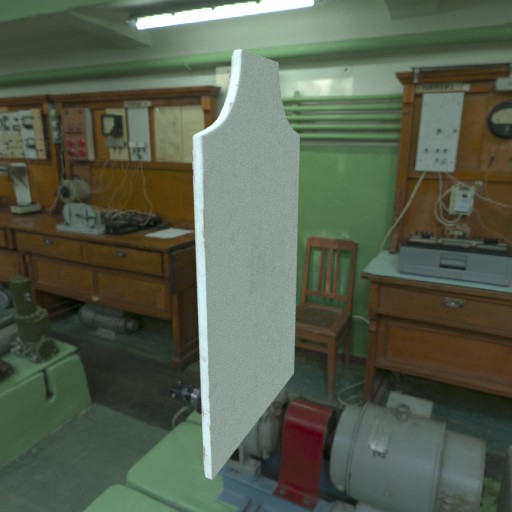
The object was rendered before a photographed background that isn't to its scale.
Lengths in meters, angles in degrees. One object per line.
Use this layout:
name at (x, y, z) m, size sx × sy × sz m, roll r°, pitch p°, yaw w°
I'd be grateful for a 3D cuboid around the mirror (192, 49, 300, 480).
mirror at (0.000, 0.000, 0.865) m, size 0.022 × 0.717 × 0.403 m, roll 7°, pitch 17°, yaw 25°
